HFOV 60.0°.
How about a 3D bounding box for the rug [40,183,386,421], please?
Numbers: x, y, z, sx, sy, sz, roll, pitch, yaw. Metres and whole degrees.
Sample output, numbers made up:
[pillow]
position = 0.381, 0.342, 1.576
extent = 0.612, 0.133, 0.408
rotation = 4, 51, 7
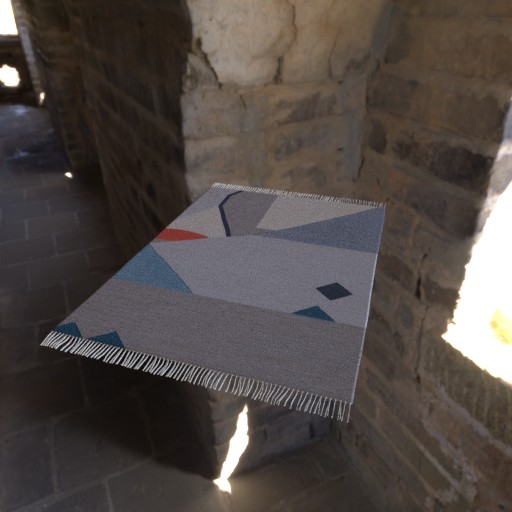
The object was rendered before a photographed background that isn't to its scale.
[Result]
[rug]
position = 0.000, 0.000, 2.324
extent = 1.220, 0.005, 1.828
rotation = 9, 32, 15
